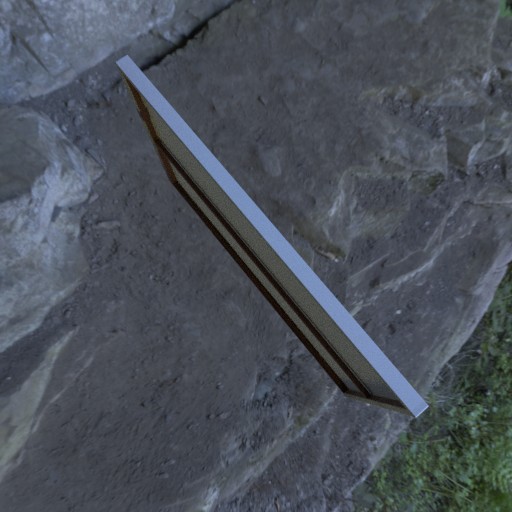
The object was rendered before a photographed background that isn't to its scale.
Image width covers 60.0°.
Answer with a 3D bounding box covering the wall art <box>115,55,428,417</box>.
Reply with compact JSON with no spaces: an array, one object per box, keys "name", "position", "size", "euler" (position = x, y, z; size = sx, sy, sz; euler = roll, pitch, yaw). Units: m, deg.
[{"name":"wall art","position":[0.000,0.000,1.441],"size":[0.040,0.765,1.149],"euler":[-38,79,-9]}]
